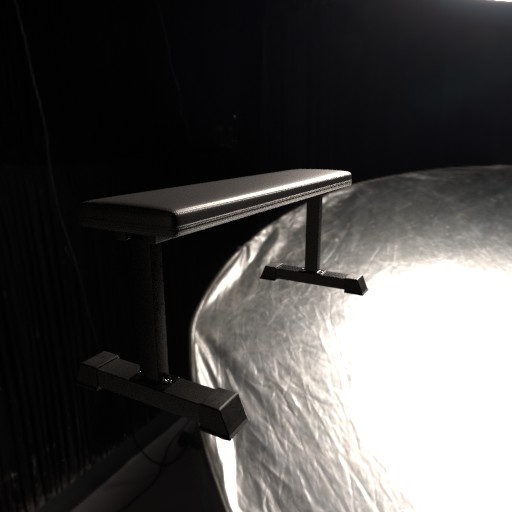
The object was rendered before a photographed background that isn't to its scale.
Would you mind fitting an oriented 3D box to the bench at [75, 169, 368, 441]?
[{"bbox_3d":[0.000,0.000,1.333,0.439,0.453,1.072,8,17,28],"label":"bench"}]
